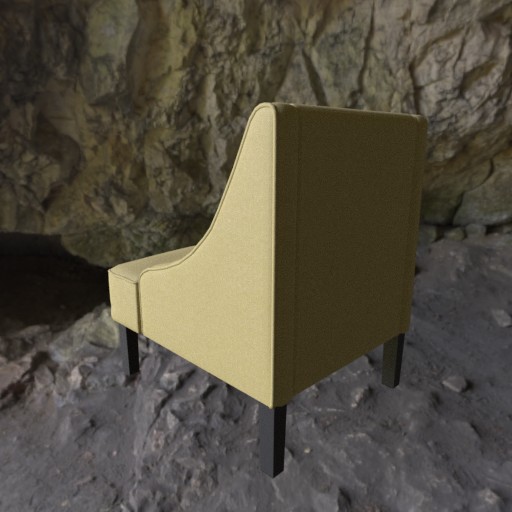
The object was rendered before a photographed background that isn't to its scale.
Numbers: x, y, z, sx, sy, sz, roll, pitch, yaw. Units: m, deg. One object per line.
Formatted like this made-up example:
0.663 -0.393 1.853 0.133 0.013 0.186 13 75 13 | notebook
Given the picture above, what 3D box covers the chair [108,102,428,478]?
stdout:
0.000 0.000 1.483 0.696 0.896 0.814 -14 20 -43 | chair
